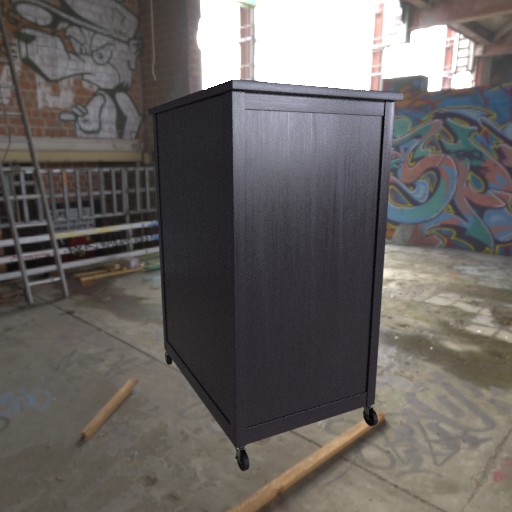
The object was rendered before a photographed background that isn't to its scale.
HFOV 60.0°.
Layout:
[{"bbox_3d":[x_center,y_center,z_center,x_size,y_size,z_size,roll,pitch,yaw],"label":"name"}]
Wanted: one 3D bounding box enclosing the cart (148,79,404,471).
[{"bbox_3d":[0.000,0.000,1.337,0.449,0.878,0.690,-6,14,-26],"label":"cart"}]
